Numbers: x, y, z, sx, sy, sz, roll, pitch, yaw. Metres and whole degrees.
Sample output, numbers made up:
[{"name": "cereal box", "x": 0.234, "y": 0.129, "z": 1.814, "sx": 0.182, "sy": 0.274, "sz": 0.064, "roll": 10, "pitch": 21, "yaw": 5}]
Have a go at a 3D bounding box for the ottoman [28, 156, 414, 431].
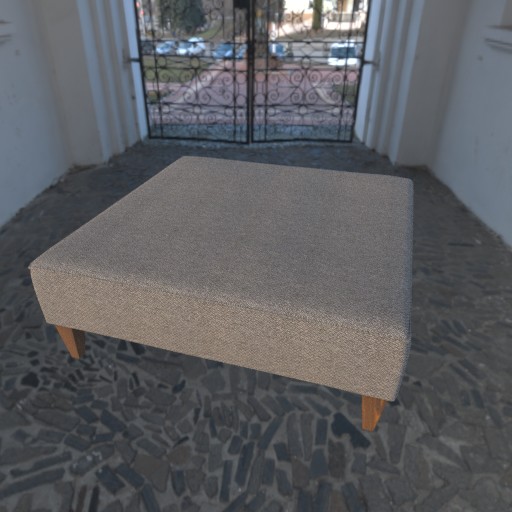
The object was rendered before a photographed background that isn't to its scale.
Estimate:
[{"name": "ottoman", "x": 0.000, "y": 0.000, "z": 1.511, "sx": 0.981, "sy": 0.378, "sz": 0.970, "roll": 9, "pitch": 32, "yaw": 15}]
